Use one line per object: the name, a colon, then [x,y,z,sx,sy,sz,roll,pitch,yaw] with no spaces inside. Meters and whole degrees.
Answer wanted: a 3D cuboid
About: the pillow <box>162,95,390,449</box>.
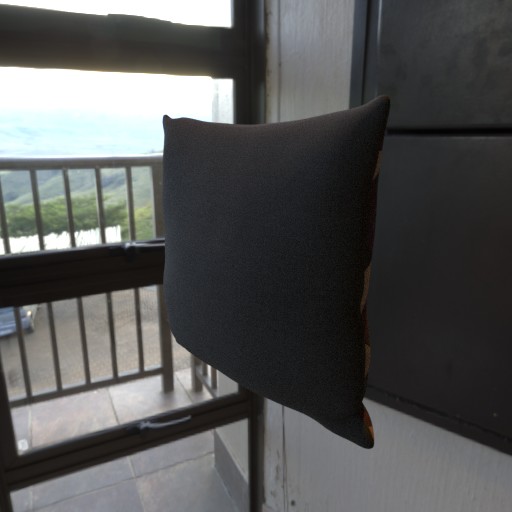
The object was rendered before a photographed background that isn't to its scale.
pillow: [0.000,0.000,0.765,0.208,0.496,0.503,-14,21,-42]
